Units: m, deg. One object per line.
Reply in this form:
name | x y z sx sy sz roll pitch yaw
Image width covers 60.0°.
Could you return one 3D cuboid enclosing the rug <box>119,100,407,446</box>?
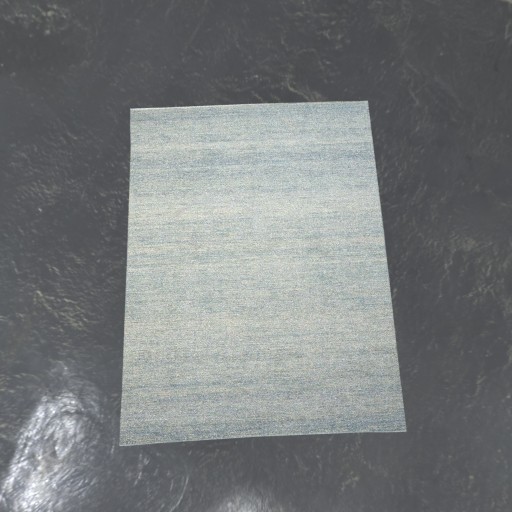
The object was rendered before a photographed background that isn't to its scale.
rug | 0.000 0.000 4.173 2.461 0.046 3.237 -2 76 -1
